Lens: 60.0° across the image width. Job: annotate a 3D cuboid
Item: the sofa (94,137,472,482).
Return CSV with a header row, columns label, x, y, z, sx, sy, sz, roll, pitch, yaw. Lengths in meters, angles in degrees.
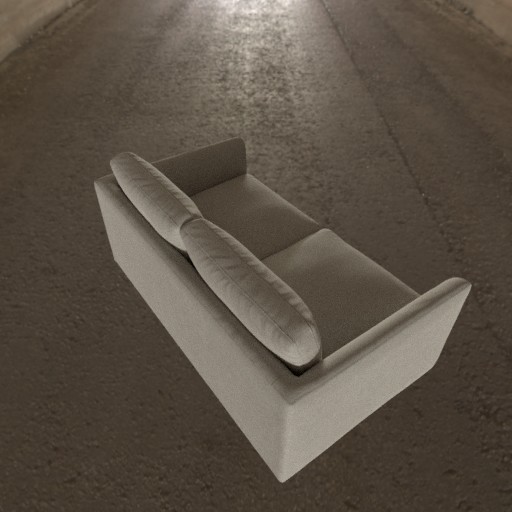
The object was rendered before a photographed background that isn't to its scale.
label,x,y,z,sx,sy,sz,roll,pitch,yaw
sofa,0.000,0.000,2.499,1.091,0.839,1.905,-25,46,-27
